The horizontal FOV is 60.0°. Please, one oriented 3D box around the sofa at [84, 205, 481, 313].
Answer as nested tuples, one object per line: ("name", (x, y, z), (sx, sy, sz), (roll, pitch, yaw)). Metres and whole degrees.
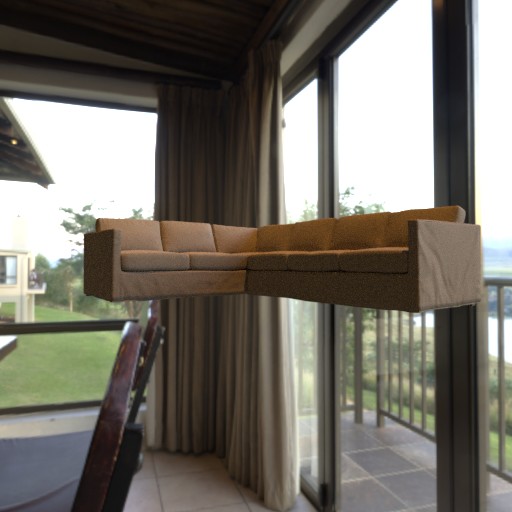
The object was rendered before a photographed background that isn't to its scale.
("sofa", (0.000, 0.000, 4.314), (2.432, 0.871, 3.182), (1, -1, -36))
